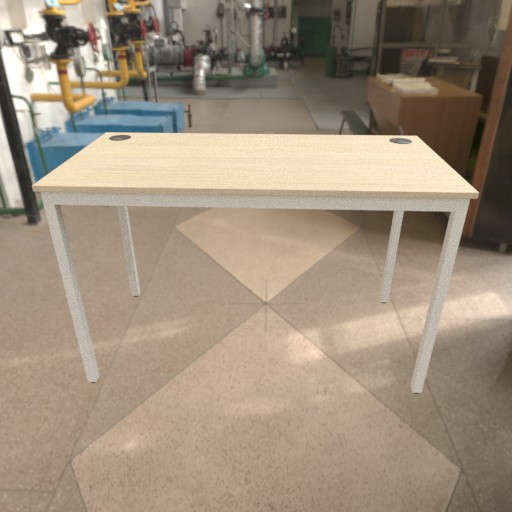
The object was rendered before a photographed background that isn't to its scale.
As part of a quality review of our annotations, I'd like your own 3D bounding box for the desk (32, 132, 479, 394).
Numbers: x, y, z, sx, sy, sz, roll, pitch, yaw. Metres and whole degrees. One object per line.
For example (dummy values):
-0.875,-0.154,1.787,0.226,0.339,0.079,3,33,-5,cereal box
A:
0.000,0.000,1.630,1.200,0.750,0.600,1,29,2,desk
